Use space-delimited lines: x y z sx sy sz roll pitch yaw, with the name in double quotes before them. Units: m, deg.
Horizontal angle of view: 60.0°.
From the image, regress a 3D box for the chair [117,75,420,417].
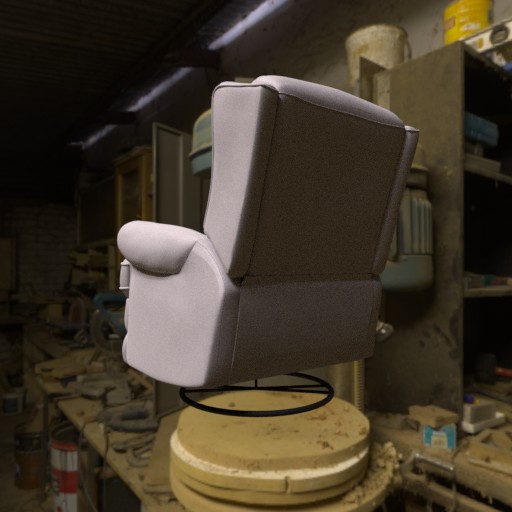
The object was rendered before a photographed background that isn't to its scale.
"chair" 0.000 0.000 1.668 0.847 1.011 0.969 1 -1 -36
